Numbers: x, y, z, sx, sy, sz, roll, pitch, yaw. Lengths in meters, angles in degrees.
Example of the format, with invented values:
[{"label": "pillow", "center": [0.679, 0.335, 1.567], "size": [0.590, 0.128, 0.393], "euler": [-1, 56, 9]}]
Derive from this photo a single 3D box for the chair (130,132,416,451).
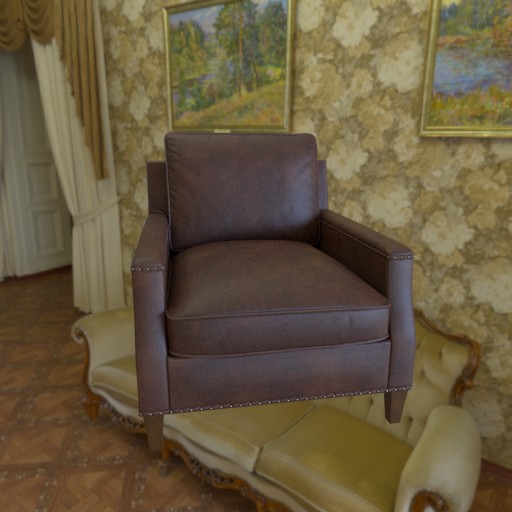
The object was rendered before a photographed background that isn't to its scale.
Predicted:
[{"label": "chair", "center": [0.000, 0.000, 1.703], "size": [0.853, 0.929, 1.014], "euler": [-2, 15, -10]}]
